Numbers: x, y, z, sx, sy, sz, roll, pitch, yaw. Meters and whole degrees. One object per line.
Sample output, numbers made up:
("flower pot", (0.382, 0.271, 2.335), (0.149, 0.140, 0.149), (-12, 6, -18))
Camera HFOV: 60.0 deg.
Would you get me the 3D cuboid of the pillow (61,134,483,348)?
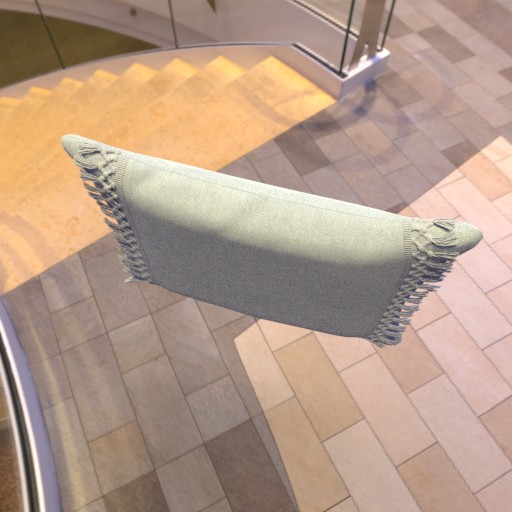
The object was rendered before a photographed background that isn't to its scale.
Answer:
("pillow", (0.000, 0.000, 0.591), (0.466, 0.305, 0.084), (14, 59, 9))
